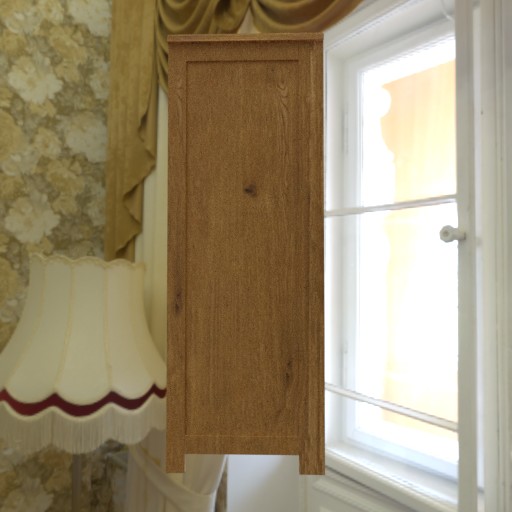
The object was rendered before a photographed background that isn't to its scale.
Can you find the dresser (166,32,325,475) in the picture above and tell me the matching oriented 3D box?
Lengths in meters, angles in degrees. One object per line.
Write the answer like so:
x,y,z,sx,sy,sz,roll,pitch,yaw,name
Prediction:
0.000,0.000,1.969,0.558,1.431,1.081,0,-1,2,dresser
